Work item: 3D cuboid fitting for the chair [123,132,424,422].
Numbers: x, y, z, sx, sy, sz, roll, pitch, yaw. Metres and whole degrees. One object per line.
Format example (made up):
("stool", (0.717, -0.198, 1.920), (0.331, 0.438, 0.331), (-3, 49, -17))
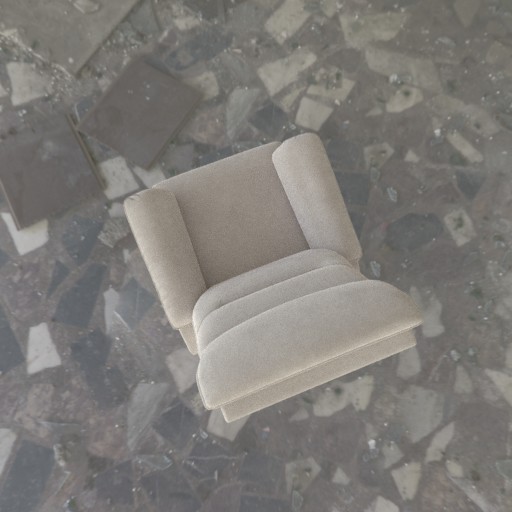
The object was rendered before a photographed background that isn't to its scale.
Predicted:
("chair", (0.000, 0.000, 1.725), (0.820, 1.039, 1.001), (-21, 76, -5))
